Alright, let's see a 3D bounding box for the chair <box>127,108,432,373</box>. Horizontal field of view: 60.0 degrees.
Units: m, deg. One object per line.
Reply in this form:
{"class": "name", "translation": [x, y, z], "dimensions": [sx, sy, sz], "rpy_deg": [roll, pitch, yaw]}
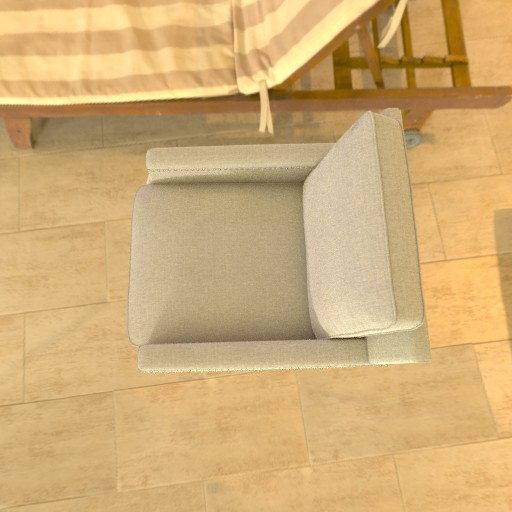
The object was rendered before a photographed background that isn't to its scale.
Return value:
{"class": "chair", "translation": [0.000, 0.000, 1.713], "dimensions": [1.014, 0.943, 0.853], "rpy_deg": [-1, 75, 0]}
